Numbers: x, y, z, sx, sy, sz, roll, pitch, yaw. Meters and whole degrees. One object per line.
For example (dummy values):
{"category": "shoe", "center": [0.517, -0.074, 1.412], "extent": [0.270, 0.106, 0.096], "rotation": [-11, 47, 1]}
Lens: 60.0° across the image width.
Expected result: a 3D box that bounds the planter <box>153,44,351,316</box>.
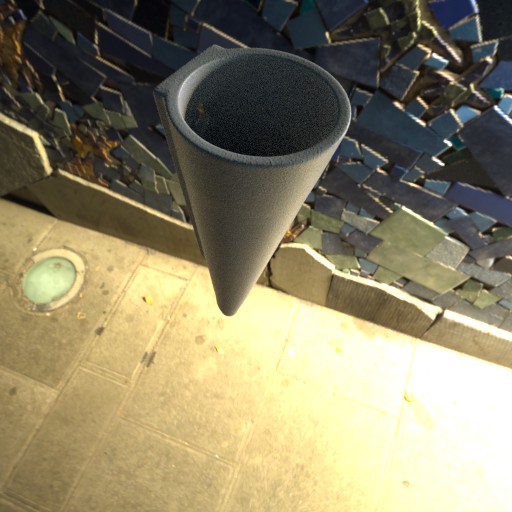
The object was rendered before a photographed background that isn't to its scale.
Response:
{"category": "planter", "center": [0.000, 0.000, 0.227], "extent": [0.064, 0.191, 0.057], "rotation": [32, 63, 19]}
